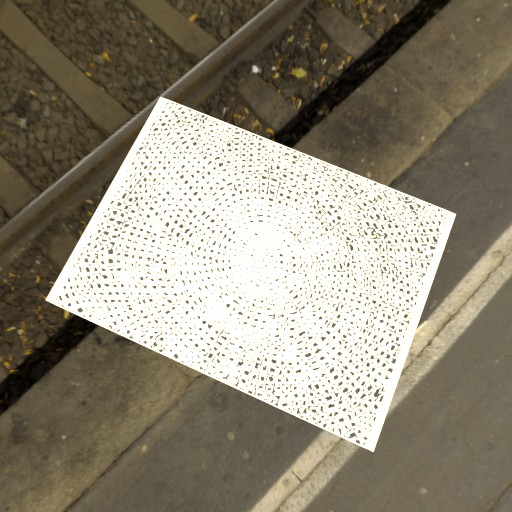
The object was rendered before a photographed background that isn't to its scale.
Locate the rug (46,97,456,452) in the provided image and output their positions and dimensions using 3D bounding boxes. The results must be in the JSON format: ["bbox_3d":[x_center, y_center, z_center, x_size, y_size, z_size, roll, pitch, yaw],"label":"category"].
[{"bbox_3d":[0.000,0.000,2.134,1.634,0.003,1.190,23,77,6],"label":"rug"}]
